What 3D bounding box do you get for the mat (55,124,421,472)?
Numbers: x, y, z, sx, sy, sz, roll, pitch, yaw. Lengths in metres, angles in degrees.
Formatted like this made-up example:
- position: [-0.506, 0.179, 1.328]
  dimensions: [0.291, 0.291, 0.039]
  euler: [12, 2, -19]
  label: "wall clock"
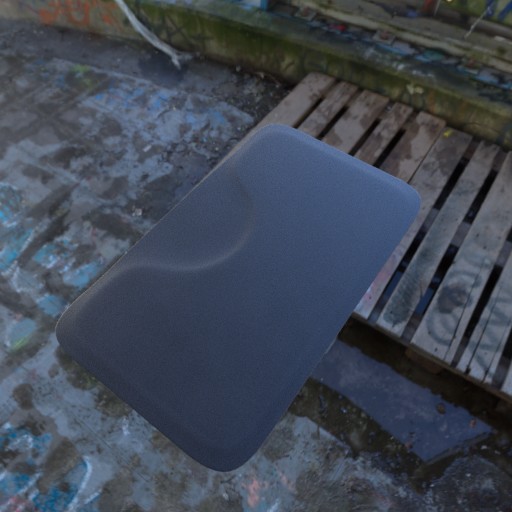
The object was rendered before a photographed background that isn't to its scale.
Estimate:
- position: [0.000, 0.000, 1.875]
  dimensions: [0.918, 0.013, 1.524]
  euler: [31, 62, 19]
  label: "mat"
